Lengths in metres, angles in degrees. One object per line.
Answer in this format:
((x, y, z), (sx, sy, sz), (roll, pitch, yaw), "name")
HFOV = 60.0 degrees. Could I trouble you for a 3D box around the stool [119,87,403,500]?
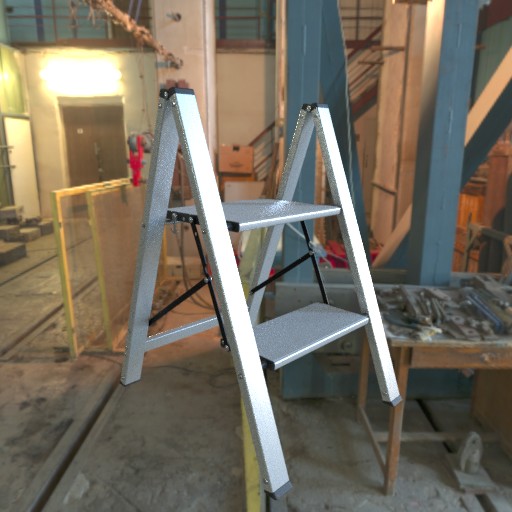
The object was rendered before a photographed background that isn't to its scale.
((0.000, 0.000, 0.989), (0.440, 0.670, 0.535), (-13, 19, -43), "stool")
